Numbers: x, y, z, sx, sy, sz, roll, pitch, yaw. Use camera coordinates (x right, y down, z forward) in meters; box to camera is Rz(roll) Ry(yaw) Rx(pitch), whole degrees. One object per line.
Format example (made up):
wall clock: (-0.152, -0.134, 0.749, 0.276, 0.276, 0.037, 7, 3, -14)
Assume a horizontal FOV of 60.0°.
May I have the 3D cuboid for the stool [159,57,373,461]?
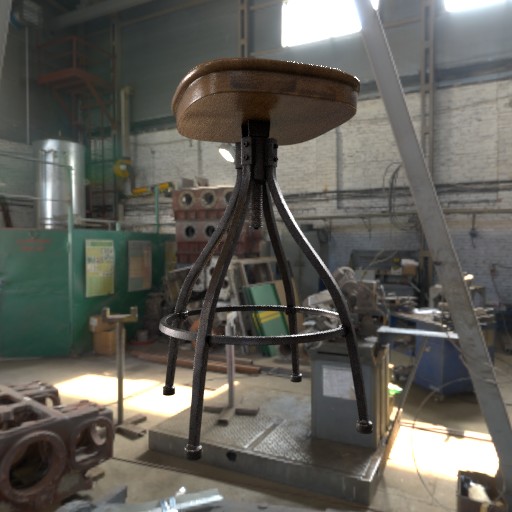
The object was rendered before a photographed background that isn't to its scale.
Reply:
stool: (0.000, 0.000, 0.987, 0.424, 0.694, 0.432, 0, 2, -18)
